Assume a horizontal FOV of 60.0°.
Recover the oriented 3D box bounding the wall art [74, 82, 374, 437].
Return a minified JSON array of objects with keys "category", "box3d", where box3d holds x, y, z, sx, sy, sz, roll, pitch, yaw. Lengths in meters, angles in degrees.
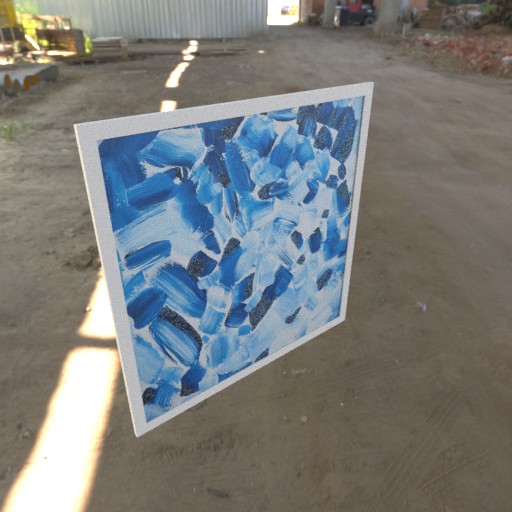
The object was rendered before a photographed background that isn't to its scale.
[{"category":"wall art","box3d":[0.000,0.000,1.198,0.812,0.812,0.015,-21,36,-33]}]
